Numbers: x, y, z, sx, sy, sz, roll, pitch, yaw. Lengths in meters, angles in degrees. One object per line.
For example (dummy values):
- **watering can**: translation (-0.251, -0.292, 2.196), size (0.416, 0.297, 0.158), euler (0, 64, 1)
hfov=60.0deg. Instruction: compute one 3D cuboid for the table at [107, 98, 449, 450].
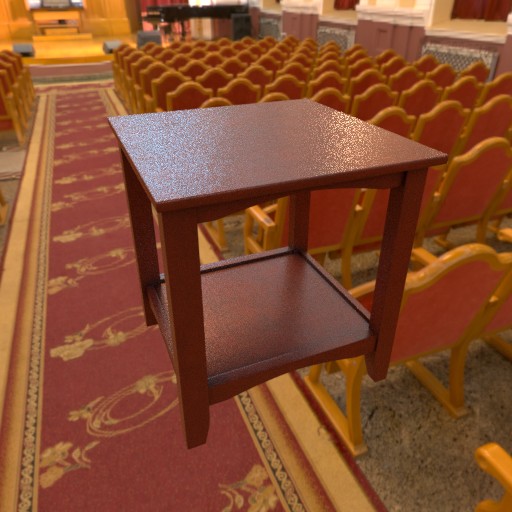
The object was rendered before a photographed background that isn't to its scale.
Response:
- **table**: translation (0.000, 0.000, 1.010), size (0.523, 0.558, 0.522), euler (-11, 33, -18)
